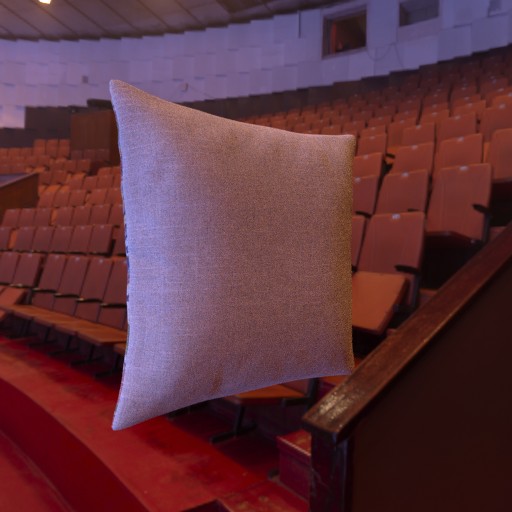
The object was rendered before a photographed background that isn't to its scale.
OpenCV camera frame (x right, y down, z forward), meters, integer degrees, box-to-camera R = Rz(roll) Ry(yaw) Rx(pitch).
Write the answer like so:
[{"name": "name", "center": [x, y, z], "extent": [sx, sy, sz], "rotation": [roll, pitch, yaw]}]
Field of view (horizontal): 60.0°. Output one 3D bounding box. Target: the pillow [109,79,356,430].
[{"name": "pillow", "center": [0.000, 0.000, 0.790], "extent": [0.523, 0.506, 0.166], "rotation": [0, 1, -36]}]
